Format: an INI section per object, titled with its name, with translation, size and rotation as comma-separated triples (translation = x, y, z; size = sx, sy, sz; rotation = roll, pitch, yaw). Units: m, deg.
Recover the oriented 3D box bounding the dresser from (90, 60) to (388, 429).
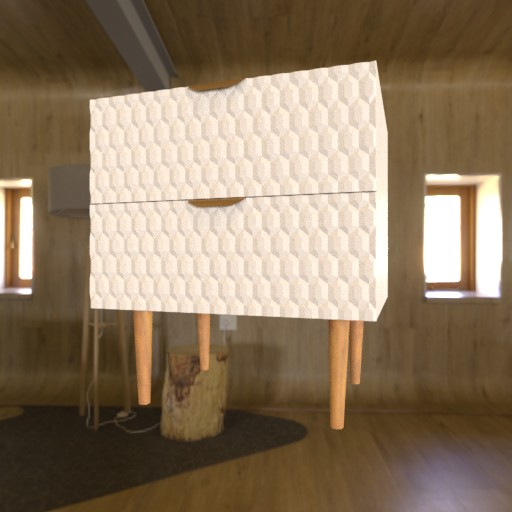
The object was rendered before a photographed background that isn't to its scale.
[dresser]
translation = 0.000, 0.000, 0.911
size = 0.503, 0.568, 0.414
rotation = 0, 0, 19
